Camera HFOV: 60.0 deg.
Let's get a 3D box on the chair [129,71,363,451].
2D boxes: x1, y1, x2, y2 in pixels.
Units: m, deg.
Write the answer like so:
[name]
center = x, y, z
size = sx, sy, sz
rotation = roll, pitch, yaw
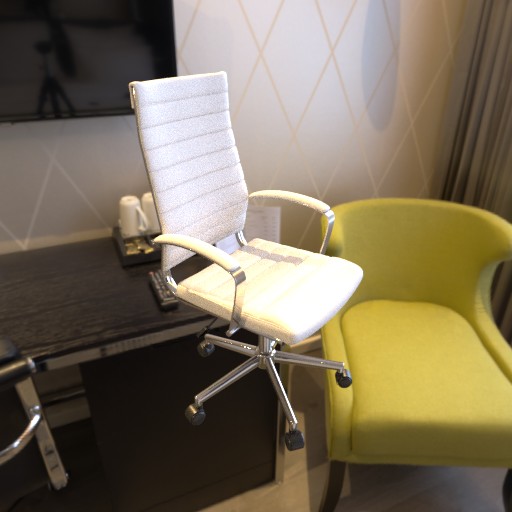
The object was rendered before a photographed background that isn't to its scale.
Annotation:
[chair]
center = 0.000, 0.000, 1.565
size = 0.679, 1.149, 0.679
rotation = 19, 33, 32
